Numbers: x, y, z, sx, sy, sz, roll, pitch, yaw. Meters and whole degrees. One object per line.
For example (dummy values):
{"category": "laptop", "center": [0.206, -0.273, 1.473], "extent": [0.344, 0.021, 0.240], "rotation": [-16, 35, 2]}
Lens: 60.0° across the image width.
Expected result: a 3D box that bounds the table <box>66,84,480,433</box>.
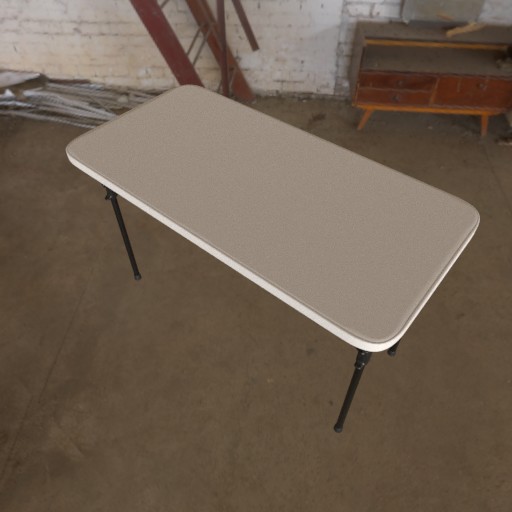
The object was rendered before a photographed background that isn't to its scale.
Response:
{"category": "table", "center": [0.000, 0.000, 1.633], "extent": [1.219, 0.729, 0.610], "rotation": [32, 55, 25]}
